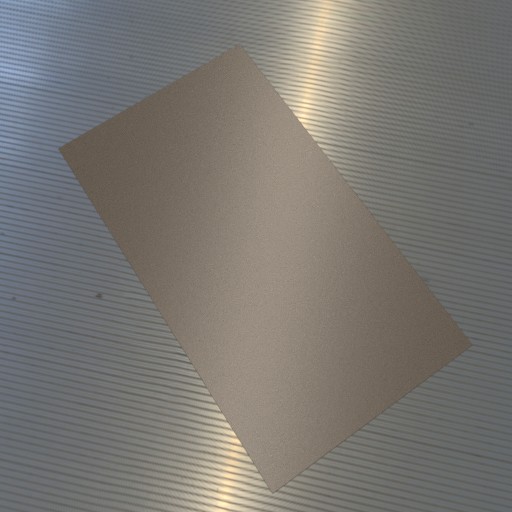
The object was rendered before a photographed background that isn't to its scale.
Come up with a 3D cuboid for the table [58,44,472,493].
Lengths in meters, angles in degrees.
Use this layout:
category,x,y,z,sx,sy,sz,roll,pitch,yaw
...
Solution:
category,x,y,z,sx,sy,sz,roll,pitch,yaw
table,0.000,0.000,1.527,0.703,0.404,1.201,-33,79,-8
